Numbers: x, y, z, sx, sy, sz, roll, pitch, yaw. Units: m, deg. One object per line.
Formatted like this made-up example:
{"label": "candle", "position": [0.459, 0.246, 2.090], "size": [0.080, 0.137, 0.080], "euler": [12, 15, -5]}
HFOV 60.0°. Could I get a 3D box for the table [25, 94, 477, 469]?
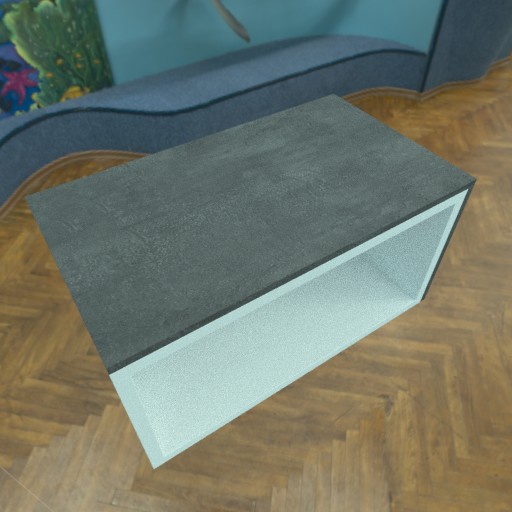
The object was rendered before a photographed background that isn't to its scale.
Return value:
{"label": "table", "position": [0.000, 0.000, 0.914], "size": [0.700, 0.350, 0.400], "euler": [-25, 51, -23]}
